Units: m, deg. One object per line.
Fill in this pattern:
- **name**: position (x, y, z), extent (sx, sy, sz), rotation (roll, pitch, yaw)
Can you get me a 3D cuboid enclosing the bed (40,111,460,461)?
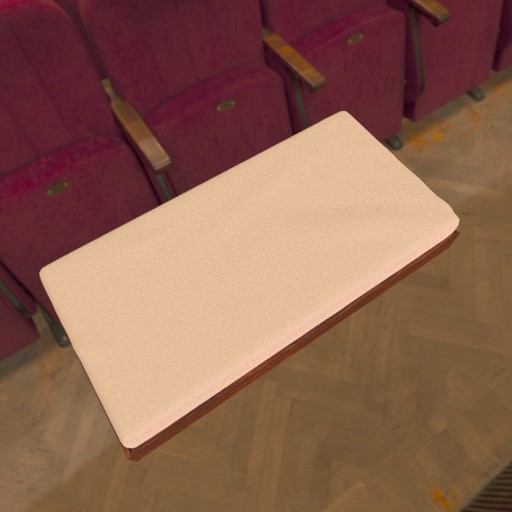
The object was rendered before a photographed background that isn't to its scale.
- **bed**: position (0.000, 0.000, 2.179), extent (1.860, 0.312, 0.940), rotation (-31, 66, -15)
